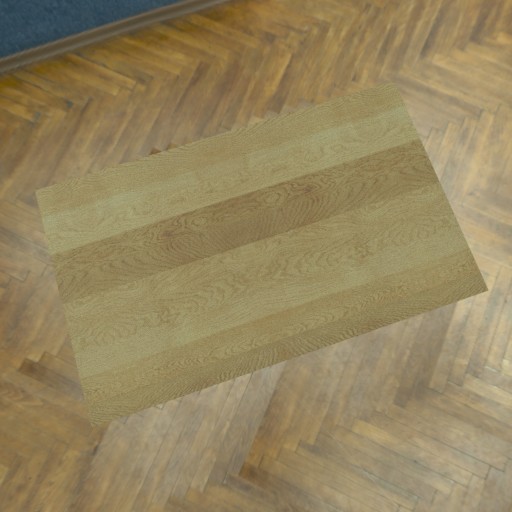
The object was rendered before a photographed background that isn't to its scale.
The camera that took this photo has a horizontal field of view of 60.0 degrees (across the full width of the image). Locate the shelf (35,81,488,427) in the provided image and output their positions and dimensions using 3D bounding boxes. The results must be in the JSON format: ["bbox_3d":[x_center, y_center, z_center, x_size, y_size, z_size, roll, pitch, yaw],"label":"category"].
[{"bbox_3d":[0.000,0.000,1.501,1.150,0.450,0.700,-18,78,-4],"label":"shelf"}]
